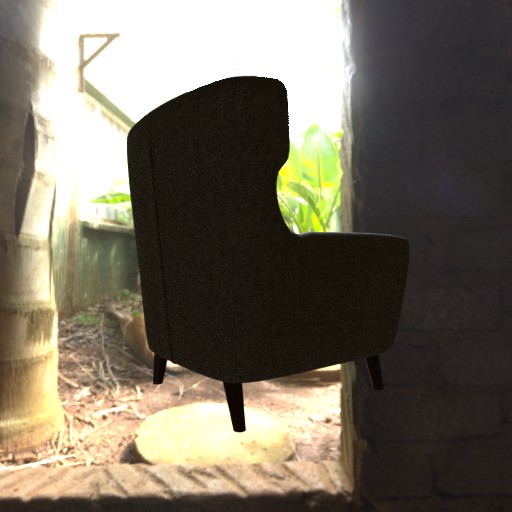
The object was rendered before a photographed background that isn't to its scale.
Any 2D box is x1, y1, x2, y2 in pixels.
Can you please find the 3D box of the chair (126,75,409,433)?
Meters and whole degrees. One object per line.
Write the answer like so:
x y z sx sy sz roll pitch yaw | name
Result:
0.000 0.000 1.773 0.904 1.063 0.878 -1 1 -37 | chair
